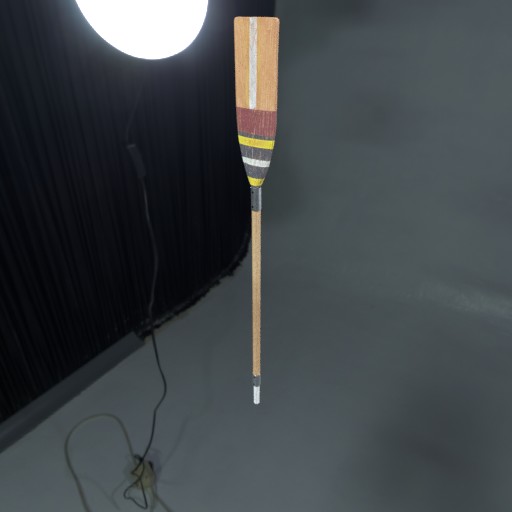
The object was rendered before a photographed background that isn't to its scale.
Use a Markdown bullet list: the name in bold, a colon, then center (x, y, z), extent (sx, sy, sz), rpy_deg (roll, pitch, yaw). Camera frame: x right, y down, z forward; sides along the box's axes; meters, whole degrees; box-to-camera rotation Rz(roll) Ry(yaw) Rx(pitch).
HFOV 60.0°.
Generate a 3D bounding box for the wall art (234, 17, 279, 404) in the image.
- **wall art**: center (0.000, 0.000, 1.638), extent (0.146, 1.556, 0.038), rpy_deg (18, 35, 28)
